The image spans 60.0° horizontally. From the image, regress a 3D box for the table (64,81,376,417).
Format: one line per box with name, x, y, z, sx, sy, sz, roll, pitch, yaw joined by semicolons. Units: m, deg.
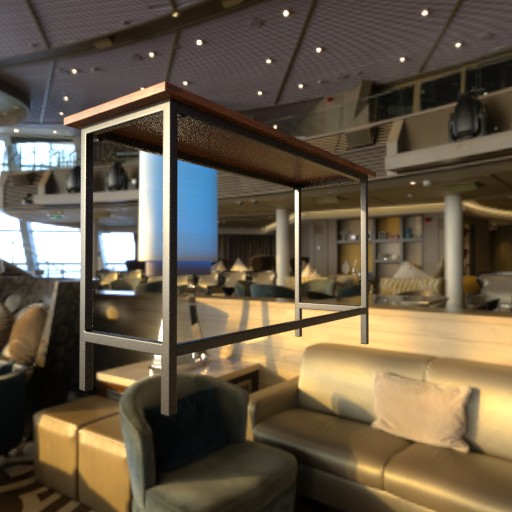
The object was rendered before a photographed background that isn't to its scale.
table;0.000;0.000;1.559;0.408;0.740;1.204;-1;-1;37
